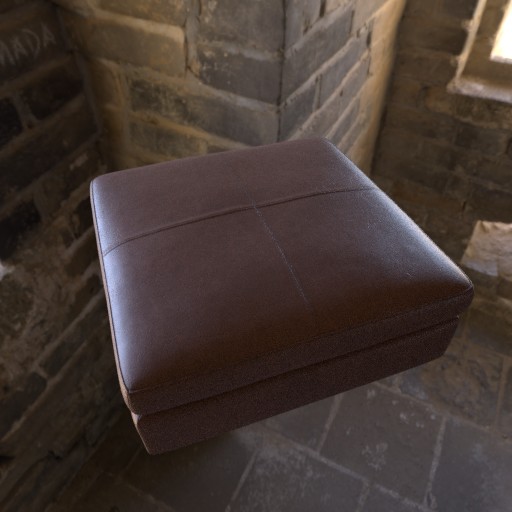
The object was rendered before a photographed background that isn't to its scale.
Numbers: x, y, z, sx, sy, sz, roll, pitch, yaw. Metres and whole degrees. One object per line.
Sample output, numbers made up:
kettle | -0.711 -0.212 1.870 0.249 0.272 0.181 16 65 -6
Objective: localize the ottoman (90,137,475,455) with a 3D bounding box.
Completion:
ottoman | 0.000 0.000 1.791 1.168 0.490 1.168 -14 44 -15
